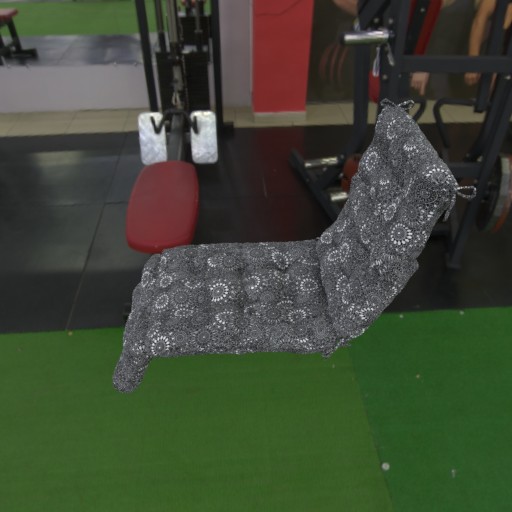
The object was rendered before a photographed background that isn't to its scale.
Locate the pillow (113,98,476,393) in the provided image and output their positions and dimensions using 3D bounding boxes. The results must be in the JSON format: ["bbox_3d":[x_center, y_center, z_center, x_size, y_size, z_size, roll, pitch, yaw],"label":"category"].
[{"bbox_3d":[0.000,0.000,1.461,1.016,0.863,0.526,-1,41,-1],"label":"pillow"}]
